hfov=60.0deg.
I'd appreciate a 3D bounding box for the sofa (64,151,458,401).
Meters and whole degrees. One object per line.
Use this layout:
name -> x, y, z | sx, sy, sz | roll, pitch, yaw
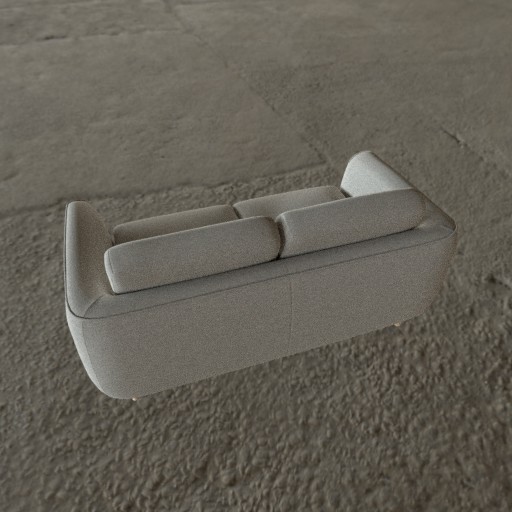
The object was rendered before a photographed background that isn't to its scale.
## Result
sofa -> 0.000, 0.000, 2.164 | 1.700, 0.850, 0.920 | -12, 42, -14
